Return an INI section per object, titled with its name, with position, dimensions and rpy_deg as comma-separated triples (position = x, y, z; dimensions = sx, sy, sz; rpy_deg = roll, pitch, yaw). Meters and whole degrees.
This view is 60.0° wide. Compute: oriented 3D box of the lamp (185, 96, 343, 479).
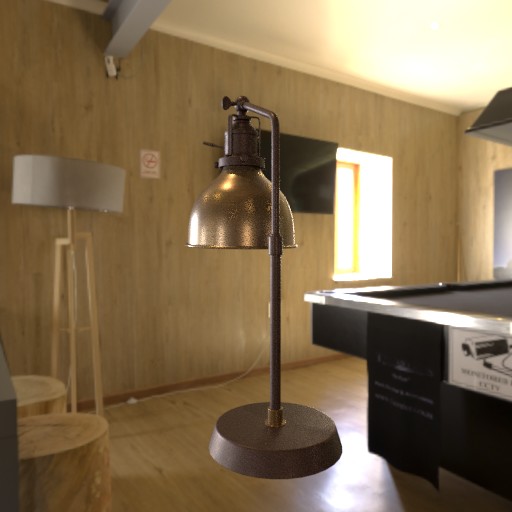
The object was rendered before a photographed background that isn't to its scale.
[lamp]
position = 0.000, 0.000, 0.609
dimensions = 0.175, 0.469, 0.298
rpy_deg = -1, 2, -18
